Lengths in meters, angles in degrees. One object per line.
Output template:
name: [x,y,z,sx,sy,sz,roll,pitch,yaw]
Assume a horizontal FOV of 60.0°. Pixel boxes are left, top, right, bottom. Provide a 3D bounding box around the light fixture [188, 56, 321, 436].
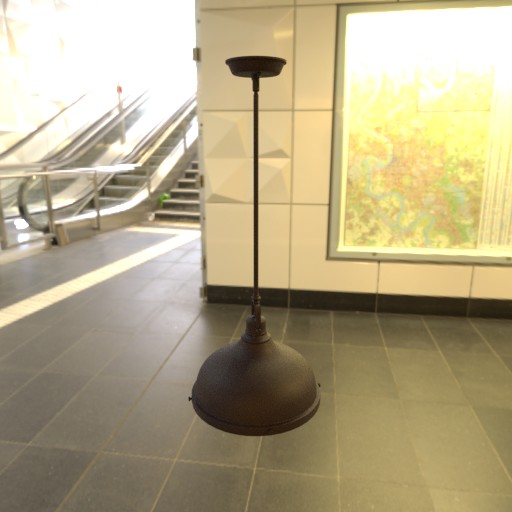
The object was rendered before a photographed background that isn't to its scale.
light fixture: [0.000,0.000,1.042,0.341,0.849,0.341,-3,15,-11]
